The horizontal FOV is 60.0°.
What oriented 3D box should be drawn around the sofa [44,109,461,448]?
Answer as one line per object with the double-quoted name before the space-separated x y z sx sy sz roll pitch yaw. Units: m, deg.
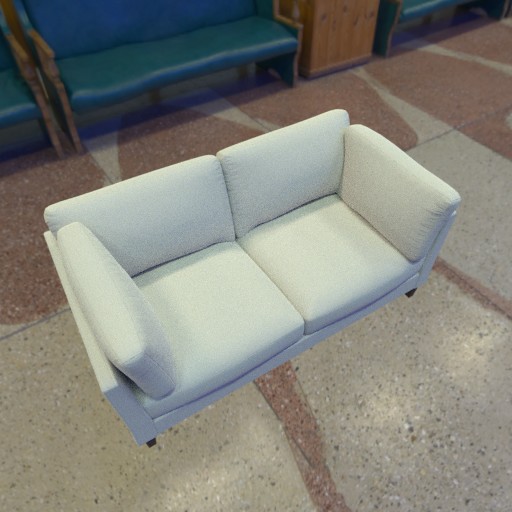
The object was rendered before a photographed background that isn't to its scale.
"sofa" 0.000 0.000 2.228 1.776 0.836 0.970 -24 50 -22
